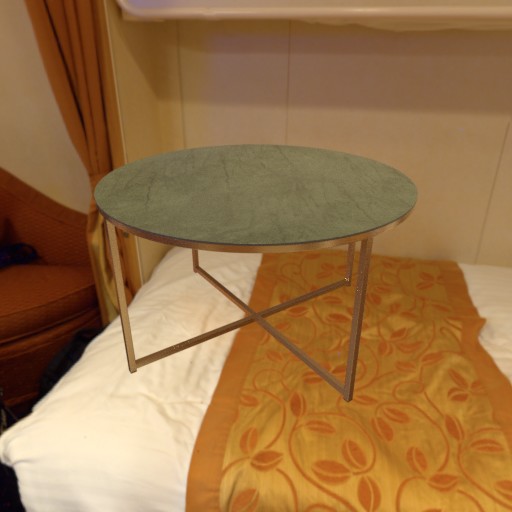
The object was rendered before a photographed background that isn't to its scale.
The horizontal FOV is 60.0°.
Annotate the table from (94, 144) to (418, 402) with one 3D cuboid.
[{"bbox_3d":[0.000,0.000,1.253,0.800,0.450,0.800,0,27,0],"label":"table"}]
